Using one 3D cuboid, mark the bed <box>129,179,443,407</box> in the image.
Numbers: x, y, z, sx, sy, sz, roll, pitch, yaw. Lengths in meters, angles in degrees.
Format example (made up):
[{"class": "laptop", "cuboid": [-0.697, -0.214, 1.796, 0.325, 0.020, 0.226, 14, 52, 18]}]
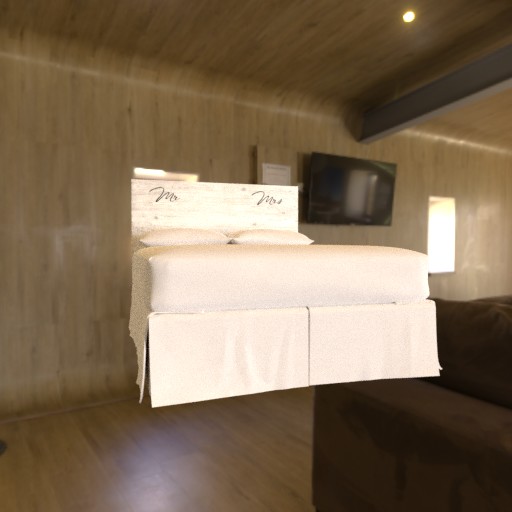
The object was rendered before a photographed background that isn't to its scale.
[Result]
[{"class": "bed", "cuboid": [0.000, 0.000, 3.228, 1.745, 1.335, 2.094, 0, 1, -17]}]
